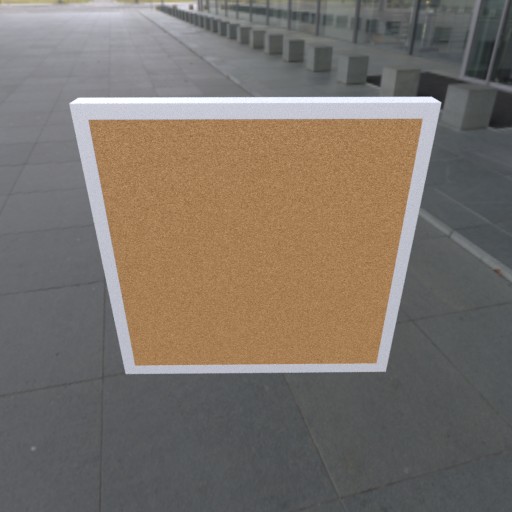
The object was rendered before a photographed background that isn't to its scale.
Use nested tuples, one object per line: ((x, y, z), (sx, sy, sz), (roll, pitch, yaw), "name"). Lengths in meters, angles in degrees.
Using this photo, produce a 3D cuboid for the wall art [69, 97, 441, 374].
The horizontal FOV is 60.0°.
((0.000, 0.000, 0.750), (0.507, 0.508, 0.038), (0, 31, -1), "wall art")
